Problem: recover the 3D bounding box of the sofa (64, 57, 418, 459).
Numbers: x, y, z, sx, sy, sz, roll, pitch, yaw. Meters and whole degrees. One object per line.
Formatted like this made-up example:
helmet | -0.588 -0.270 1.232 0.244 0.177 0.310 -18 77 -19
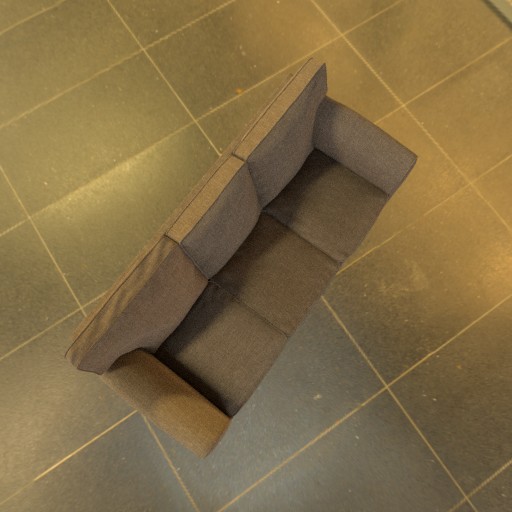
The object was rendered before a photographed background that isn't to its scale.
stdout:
sofa | 0.000 0.000 2.613 0.916 0.961 2.084 35 78 9
